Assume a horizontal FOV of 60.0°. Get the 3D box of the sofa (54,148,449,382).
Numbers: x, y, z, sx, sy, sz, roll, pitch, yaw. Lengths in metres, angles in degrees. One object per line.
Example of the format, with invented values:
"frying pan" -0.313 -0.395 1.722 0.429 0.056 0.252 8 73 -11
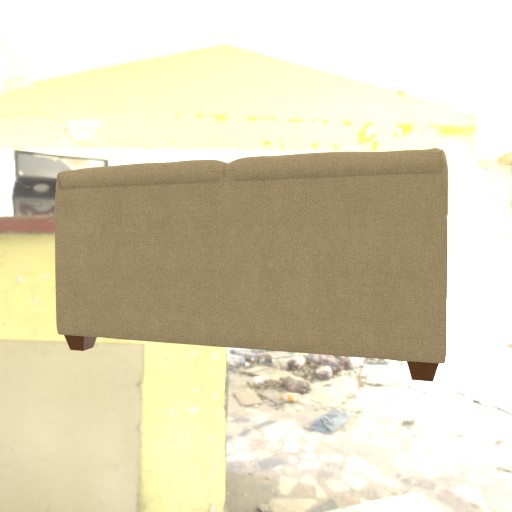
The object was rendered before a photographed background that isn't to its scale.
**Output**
"sofa" 0.000 0.000 2.419 1.846 0.958 0.998 1 2 18
